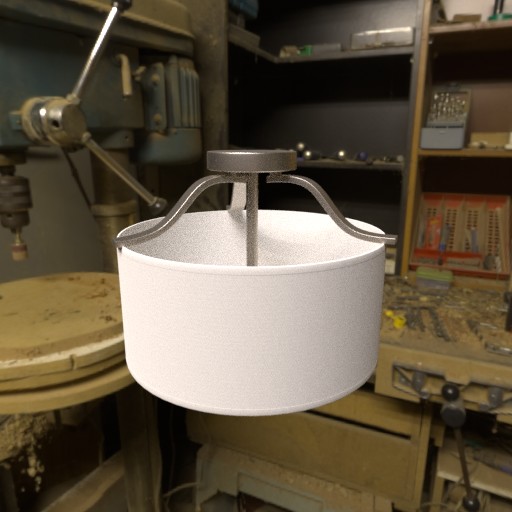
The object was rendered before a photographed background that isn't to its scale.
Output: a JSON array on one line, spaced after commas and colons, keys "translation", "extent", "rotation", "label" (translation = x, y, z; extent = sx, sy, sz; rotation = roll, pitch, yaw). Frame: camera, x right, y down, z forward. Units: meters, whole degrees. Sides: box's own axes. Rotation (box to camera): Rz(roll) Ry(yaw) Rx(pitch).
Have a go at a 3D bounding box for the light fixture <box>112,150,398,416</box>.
[{"translation": [0.000, 0.000, 0.658], "extent": [0.395, 0.304, 0.395], "rotation": [0, 15, 0], "label": "light fixture"}]
